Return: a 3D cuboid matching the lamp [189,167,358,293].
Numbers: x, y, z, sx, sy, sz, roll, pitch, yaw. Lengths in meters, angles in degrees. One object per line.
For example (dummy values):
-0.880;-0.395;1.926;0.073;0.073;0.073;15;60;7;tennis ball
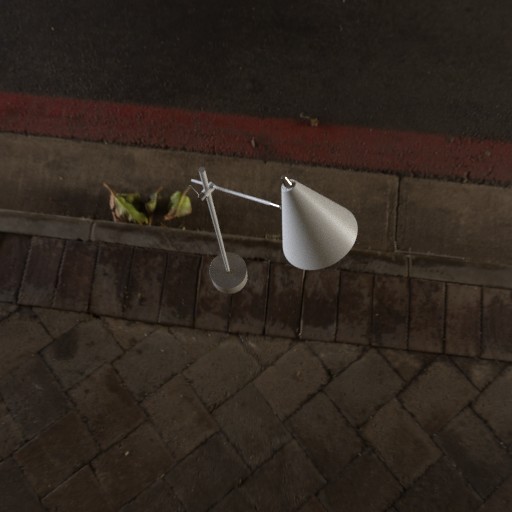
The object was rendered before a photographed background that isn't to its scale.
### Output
0.000;0.000;1.589;0.508;1.430;0.223;38;78;10;lamp
